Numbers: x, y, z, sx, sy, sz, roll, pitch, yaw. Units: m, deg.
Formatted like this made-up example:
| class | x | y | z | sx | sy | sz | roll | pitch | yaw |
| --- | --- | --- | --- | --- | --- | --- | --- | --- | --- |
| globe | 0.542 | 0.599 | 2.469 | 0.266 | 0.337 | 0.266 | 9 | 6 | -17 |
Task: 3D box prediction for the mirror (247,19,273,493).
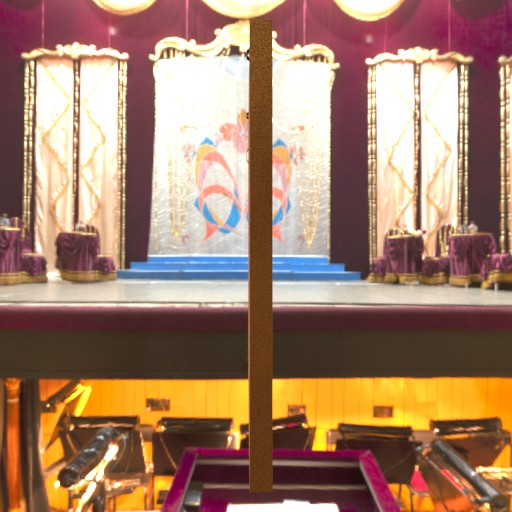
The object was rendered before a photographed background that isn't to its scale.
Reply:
| class | x | y | z | sx | sy | sz | roll | pitch | yaw |
| --- | --- | --- | --- | --- | --- | --- | --- | --- | --- |
| mirror | 0.000 | 0.000 | 0.917 | 0.039 | 0.710 | 0.507 | 0 | 0 | -1 |
